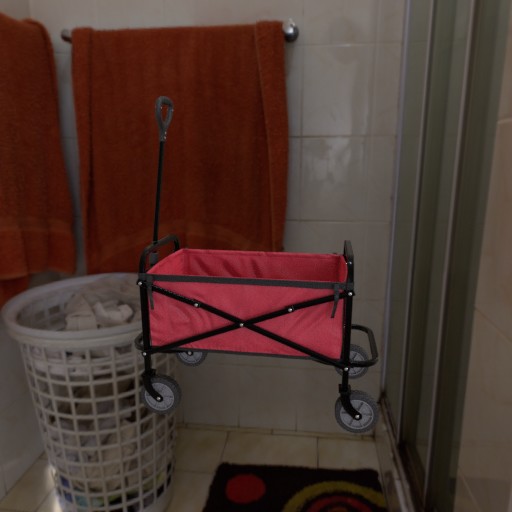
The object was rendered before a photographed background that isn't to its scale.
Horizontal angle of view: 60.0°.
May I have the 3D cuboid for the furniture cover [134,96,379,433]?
[{"bbox_3d":[0.000,0.000,1.884,1.038,1.295,0.532,2,14,9],"label":"furniture cover"}]
